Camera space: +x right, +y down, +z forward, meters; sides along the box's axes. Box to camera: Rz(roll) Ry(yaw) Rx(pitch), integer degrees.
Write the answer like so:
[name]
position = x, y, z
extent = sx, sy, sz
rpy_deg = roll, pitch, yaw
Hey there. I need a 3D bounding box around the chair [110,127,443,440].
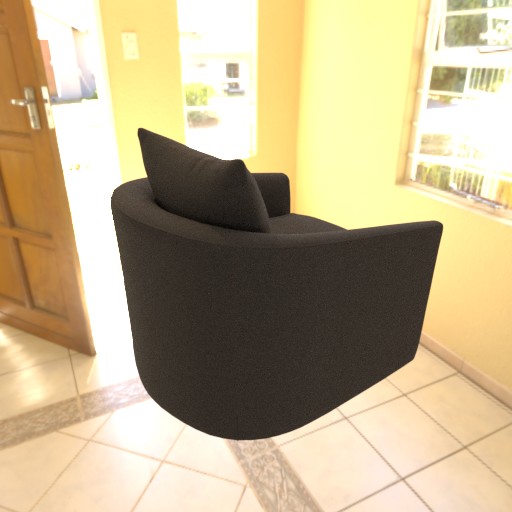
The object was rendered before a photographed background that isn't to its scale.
[chair]
position = 0.000, 0.000, 1.540
extent = 0.910, 0.848, 0.845
rpy_deg = -17, 30, -33
